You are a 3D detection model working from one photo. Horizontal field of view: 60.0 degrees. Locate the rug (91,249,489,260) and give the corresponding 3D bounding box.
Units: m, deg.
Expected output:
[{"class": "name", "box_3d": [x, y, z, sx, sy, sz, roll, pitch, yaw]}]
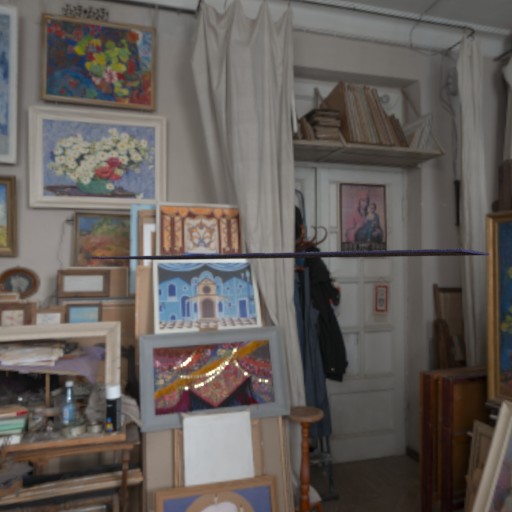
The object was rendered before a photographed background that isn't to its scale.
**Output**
[{"class": "rug", "box_3d": [0.000, 0.000, 2.506, 2.283, 0.016, 0.602, -1, -2, 36]}]
